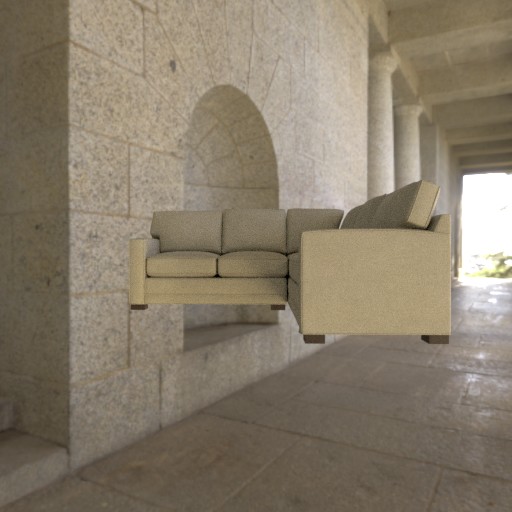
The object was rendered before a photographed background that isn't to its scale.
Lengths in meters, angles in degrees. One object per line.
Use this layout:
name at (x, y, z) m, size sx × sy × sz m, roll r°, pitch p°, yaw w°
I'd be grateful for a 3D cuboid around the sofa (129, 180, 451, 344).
sofa at (0.000, 0.000, 3.500) m, size 2.188 × 0.936 × 2.211 m, roll 0°, pitch 1°, yaw 0°
